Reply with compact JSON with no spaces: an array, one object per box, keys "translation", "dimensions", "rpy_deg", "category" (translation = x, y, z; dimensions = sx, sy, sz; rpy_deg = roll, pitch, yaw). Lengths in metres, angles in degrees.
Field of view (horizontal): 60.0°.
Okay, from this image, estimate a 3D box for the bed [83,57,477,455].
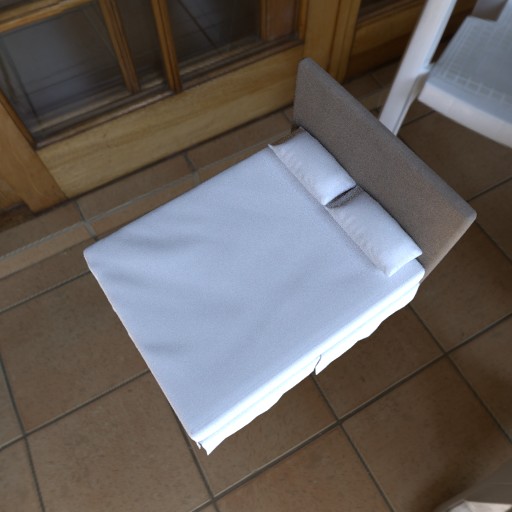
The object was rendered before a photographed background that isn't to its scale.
[{"translation":[0.000,0.000,3.206],"dimensions":[2.142,1.330,1.723],"rpy_deg":[-32,68,-15],"category":"bed"}]
